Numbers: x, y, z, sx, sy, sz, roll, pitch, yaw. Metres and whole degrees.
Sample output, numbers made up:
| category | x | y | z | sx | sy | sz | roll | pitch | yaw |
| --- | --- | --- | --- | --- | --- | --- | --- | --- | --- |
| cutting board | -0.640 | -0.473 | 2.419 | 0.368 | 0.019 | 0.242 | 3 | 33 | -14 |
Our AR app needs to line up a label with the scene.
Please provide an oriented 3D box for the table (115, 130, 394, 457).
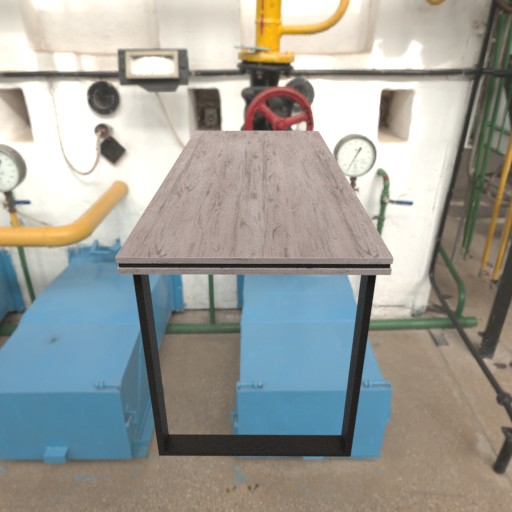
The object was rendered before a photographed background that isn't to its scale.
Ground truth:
| category | x | y | z | sx | sy | sz | roll | pitch | yaw |
| --- | --- | --- | --- | --- | --- | --- | --- | --- | --- |
| table | 0.000 | 0.000 | 2.260 | 0.795 | 0.899 | 1.778 | 0 | 27 | 0 |
